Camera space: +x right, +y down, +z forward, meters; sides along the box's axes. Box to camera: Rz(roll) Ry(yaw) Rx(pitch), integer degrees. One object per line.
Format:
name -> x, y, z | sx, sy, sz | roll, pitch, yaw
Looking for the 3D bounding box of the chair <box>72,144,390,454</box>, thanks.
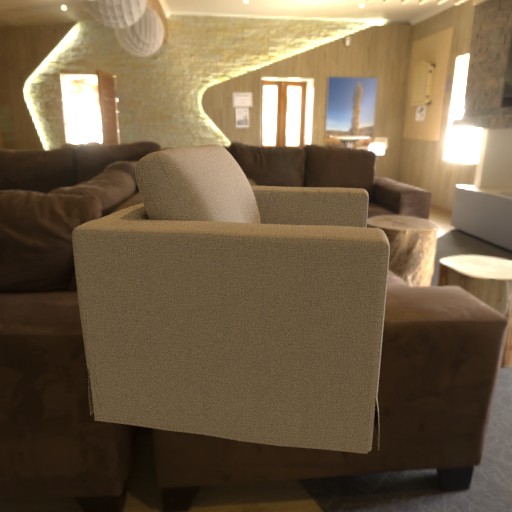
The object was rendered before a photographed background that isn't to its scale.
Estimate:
chair -> 0.000, 0.000, 1.820 | 0.957, 0.878, 1.150 | 3, 16, 10
